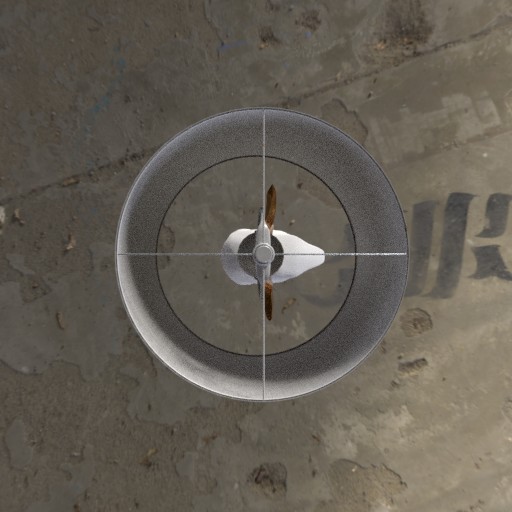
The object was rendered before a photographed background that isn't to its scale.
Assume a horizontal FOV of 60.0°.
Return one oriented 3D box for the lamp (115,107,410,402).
[{"bbox_3d":[0.000,0.000,0.694,0.298,0.503,0.298,0,90,-2],"label":"lamp"}]
